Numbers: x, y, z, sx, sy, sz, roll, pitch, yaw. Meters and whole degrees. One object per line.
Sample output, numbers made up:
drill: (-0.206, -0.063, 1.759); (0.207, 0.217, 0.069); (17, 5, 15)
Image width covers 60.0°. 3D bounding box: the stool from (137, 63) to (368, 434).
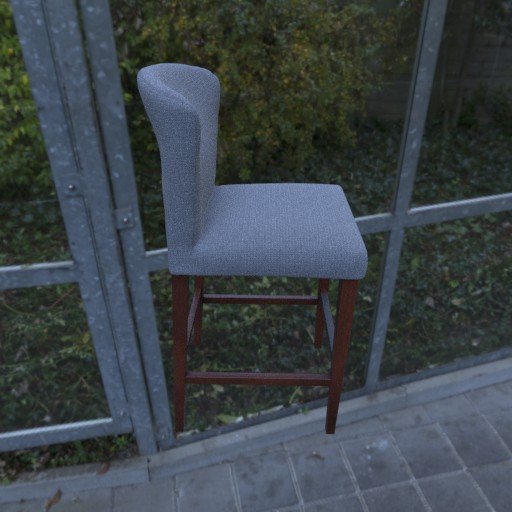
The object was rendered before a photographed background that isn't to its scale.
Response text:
stool: (0.000, 0.000, 1.349); (0.568, 1.069, 0.486); (1, 30, 1)
